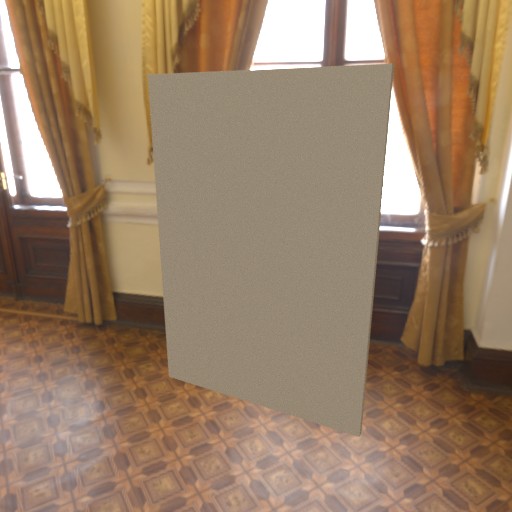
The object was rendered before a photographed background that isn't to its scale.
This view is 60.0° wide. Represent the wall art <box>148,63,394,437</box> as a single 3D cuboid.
[{"bbox_3d":[0.000,0.000,0.611,0.325,0.474,0.010,9,20,25],"label":"wall art"}]
